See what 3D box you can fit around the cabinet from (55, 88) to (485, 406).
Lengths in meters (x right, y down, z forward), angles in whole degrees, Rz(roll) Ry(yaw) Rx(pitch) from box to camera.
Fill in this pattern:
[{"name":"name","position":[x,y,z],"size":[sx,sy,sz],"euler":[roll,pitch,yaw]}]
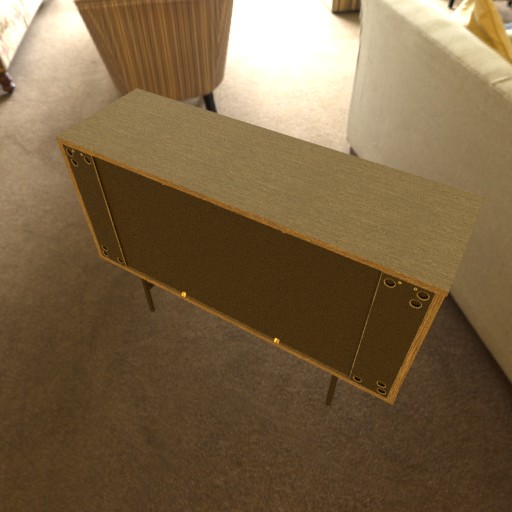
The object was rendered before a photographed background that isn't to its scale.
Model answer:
[{"name":"cabinet","position":[0.000,0.000,1.554],"size":[1.194,0.787,0.405],"euler":[23,51,21]}]
